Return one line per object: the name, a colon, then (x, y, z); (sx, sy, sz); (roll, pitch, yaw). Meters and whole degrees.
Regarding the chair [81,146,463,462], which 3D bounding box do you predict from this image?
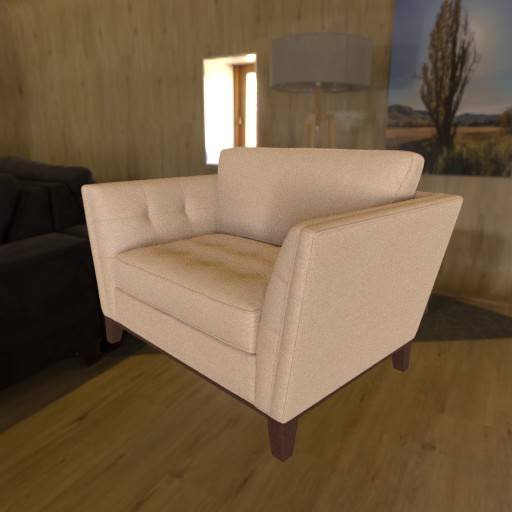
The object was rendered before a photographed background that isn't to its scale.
chair: (0.000, 0.000, 2.002); (0.965, 0.940, 1.397); (-15, 22, -42)
